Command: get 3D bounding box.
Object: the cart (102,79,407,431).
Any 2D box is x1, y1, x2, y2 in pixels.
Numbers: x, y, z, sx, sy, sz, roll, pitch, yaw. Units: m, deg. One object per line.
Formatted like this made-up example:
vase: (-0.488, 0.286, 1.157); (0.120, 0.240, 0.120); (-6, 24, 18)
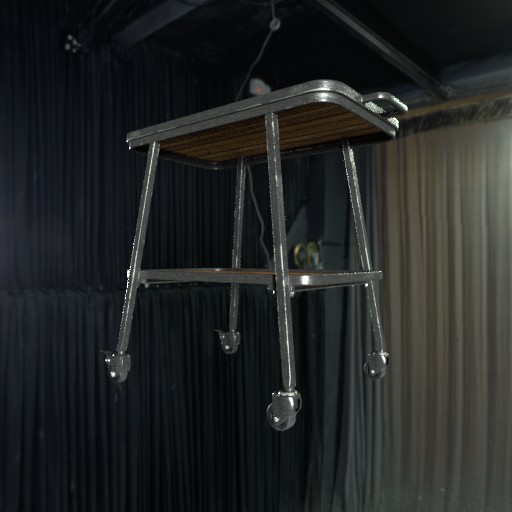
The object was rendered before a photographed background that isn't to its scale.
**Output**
cart: (0.000, 0.000, 1.231); (0.806, 0.700, 0.515); (0, 0, 38)
